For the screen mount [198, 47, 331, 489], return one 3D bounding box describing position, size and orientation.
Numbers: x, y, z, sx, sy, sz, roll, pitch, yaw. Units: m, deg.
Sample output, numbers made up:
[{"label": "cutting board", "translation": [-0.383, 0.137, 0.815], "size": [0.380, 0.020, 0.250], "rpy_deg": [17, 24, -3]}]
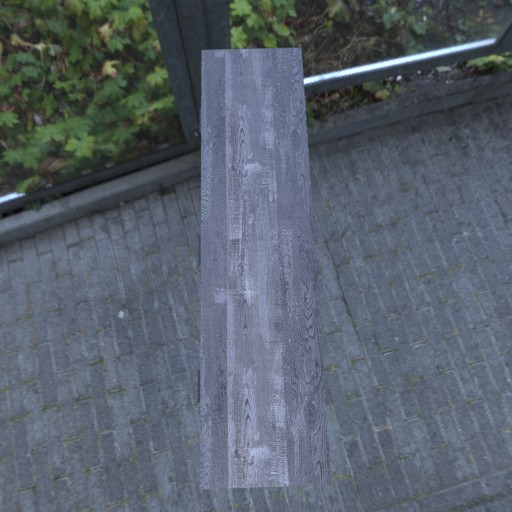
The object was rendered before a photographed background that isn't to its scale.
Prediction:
[{"label": "screen mount", "translation": [0.000, 0.000, 1.712], "size": [0.395, 0.450, 1.524], "rpy_deg": [-2, 75, 0]}]
